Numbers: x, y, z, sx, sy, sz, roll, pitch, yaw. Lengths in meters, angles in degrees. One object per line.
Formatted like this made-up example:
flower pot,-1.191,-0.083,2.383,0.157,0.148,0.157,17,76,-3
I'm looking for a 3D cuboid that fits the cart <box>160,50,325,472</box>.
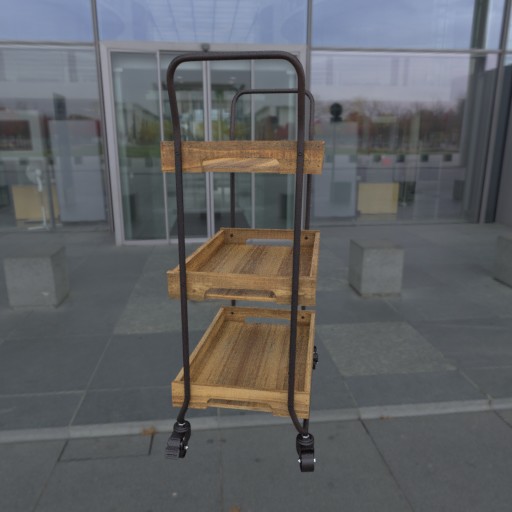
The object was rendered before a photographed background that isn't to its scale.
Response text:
cart,0.000,0.000,1.126,0.339,0.857,0.583,2,15,9
